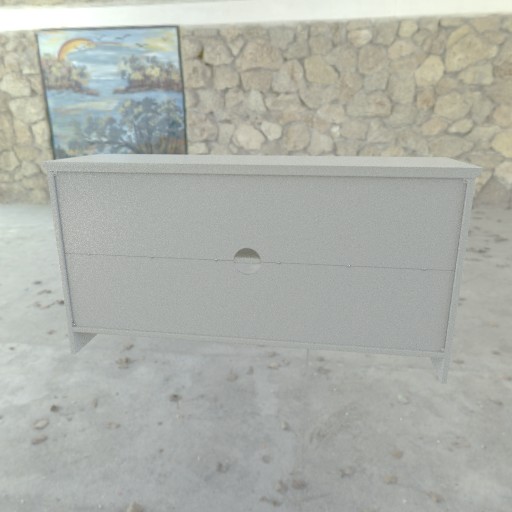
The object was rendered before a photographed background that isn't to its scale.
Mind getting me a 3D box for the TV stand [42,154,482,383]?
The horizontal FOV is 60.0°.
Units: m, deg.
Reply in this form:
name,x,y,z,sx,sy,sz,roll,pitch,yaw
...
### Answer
name,x,y,z,sx,sy,sz,roll,pitch,yaw
TV stand,0.000,0.000,1.411,1.167,0.603,0.344,2,17,8
